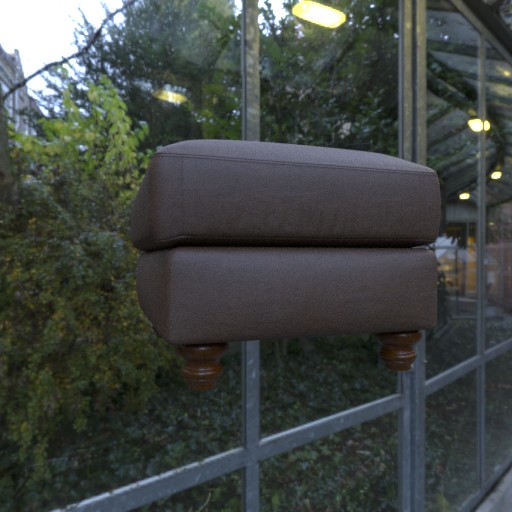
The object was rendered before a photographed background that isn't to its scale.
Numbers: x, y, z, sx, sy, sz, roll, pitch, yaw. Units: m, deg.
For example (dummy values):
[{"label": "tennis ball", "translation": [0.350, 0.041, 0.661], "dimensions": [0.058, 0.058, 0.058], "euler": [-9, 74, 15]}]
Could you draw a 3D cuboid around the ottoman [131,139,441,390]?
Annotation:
[{"label": "ottoman", "translation": [0.000, 0.000, 1.206], "dimensions": [0.635, 0.508, 0.787], "euler": [0, 0, -19]}]
